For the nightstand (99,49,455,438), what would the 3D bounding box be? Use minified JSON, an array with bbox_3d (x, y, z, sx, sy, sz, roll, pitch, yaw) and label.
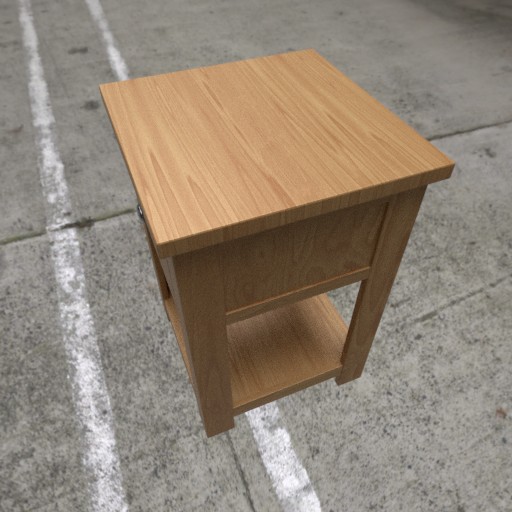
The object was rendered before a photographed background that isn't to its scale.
[{"bbox_3d":[0.000,0.000,0.909,0.418,0.614,0.428,-17,48,-15],"label":"nightstand"}]
